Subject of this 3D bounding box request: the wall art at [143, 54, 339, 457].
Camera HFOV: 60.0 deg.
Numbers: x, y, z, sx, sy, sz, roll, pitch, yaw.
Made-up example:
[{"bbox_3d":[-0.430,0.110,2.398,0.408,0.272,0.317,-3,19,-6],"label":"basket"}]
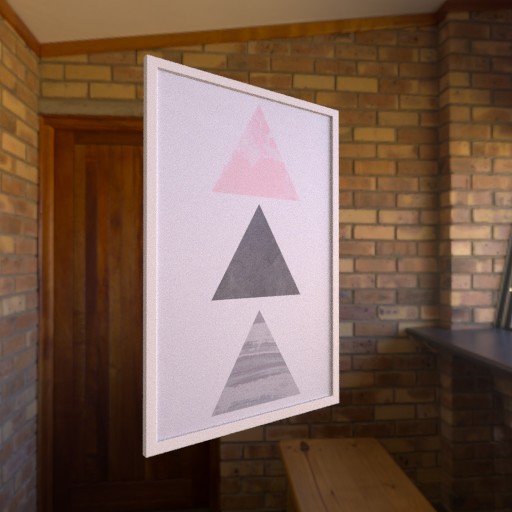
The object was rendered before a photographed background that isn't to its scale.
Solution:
[{"bbox_3d":[0.000,0.000,0.863,0.456,0.656,0.013,0,-1,-37],"label":"wall art"}]
